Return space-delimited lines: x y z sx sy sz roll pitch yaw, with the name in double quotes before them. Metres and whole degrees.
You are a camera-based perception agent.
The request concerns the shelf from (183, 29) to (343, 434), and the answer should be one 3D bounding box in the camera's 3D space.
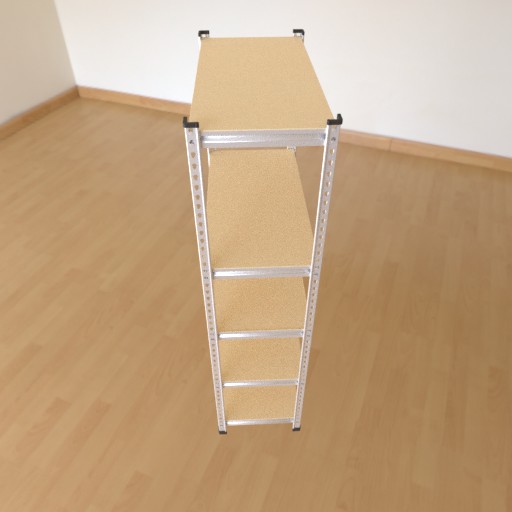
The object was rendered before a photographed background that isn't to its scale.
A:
"shelf" 0.000 0.000 2.200 0.457 1.829 0.914 -2 42 -2
